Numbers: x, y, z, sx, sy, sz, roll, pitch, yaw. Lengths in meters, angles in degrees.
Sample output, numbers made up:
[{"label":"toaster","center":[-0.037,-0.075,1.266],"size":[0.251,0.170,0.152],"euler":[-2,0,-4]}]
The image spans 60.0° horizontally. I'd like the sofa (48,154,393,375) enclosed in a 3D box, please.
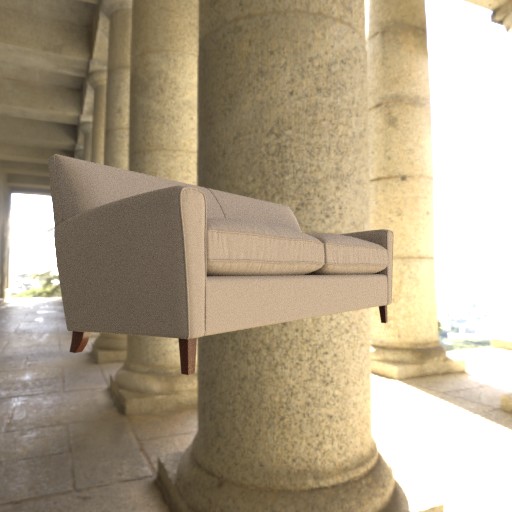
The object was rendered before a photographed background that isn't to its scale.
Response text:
[{"label":"sofa","center":[0.000,0.000,2.435],"size":[0.875,0.846,2.000],"euler":[-1,-3,36]}]
